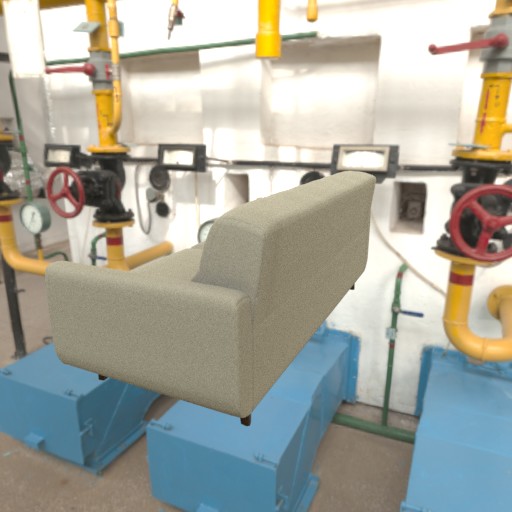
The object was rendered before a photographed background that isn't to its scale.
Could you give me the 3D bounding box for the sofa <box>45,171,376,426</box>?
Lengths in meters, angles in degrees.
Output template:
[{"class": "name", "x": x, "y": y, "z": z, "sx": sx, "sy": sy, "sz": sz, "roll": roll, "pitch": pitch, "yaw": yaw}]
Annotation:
[{"class": "sofa", "x": 0.000, "y": 0.000, "z": 2.615, "sx": 0.980, "sy": 0.892, "sz": 2.137, "roll": 8, "pitch": 18, "yaw": 25}]
